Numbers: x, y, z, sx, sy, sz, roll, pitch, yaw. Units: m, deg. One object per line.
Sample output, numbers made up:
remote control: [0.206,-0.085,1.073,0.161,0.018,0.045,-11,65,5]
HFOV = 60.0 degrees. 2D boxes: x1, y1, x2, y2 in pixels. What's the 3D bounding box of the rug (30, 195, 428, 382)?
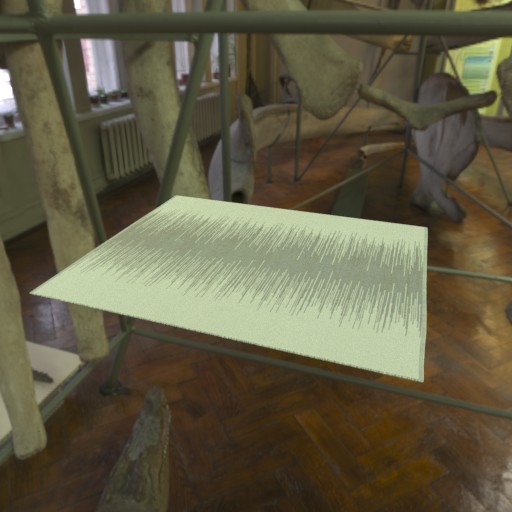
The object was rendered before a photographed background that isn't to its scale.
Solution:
rug: [0.000,0.000,4.156,3.037,0.010,2.453,9,29,17]
